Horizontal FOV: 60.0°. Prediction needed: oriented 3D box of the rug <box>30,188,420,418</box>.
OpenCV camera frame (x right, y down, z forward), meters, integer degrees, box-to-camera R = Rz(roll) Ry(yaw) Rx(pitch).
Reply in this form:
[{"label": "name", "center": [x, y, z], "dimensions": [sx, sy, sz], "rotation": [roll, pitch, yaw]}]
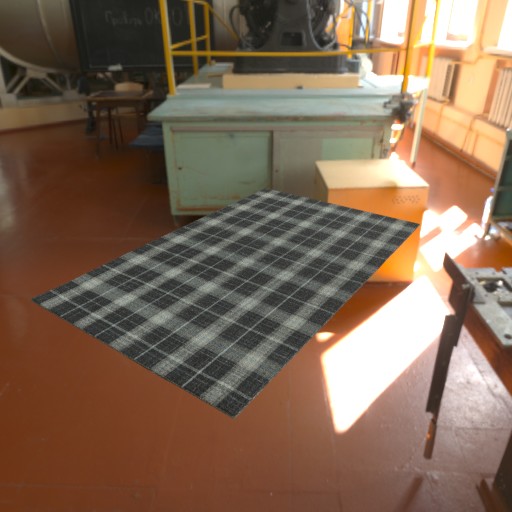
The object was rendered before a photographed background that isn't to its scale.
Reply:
[{"label": "rug", "center": [0.000, 0.000, 3.070], "dimensions": [1.520, 0.015, 2.434], "rotation": [18, 33, 31]}]
